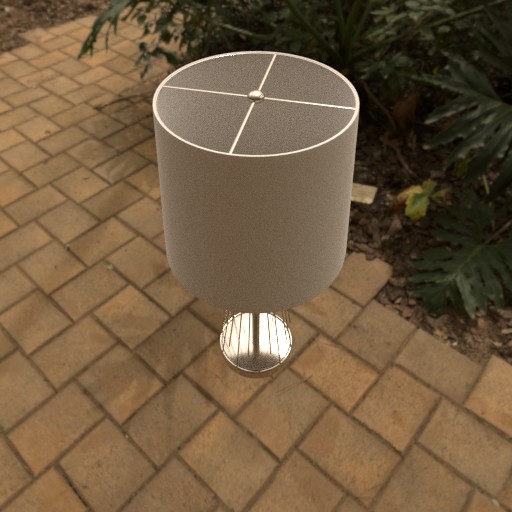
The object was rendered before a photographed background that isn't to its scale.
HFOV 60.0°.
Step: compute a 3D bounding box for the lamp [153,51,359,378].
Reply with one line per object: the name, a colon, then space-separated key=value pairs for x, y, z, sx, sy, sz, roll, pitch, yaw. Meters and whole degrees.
lamp: x=0.000 y=0.000 z=0.786 sx=0.303 sy=0.618 sz=0.303 roll=0 pitch=48 yaw=0
